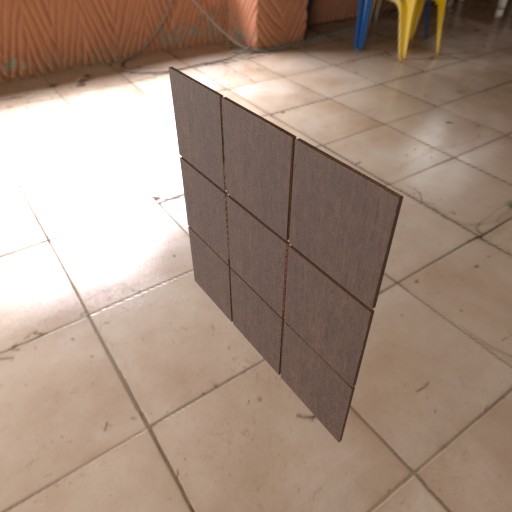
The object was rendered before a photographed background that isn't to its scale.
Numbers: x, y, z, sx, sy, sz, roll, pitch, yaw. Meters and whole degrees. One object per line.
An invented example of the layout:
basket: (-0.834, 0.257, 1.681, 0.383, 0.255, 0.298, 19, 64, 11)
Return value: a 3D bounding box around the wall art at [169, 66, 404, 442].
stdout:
wall art: (0.000, 0.000, 1.393, 0.013, 0.914, 0.915, -25, 46, -26)
